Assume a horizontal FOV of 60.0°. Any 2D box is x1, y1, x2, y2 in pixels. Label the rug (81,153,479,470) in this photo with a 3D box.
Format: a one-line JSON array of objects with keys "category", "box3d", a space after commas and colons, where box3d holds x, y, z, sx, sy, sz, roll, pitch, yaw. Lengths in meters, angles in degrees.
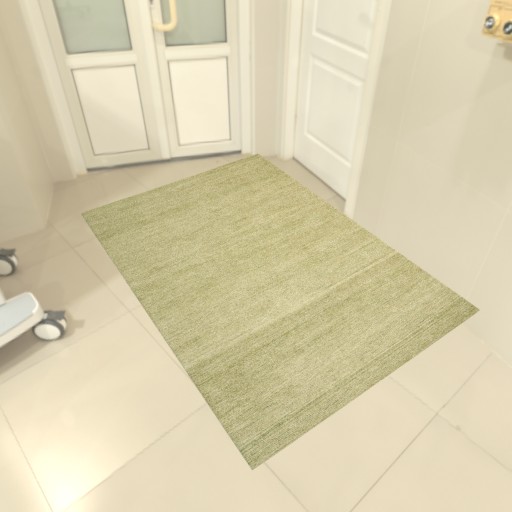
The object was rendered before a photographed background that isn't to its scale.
[{"category": "rug", "box3d": [0.000, 0.000, 2.938, 1.606, 0.017, 2.270, -25, 47, -25]}]
